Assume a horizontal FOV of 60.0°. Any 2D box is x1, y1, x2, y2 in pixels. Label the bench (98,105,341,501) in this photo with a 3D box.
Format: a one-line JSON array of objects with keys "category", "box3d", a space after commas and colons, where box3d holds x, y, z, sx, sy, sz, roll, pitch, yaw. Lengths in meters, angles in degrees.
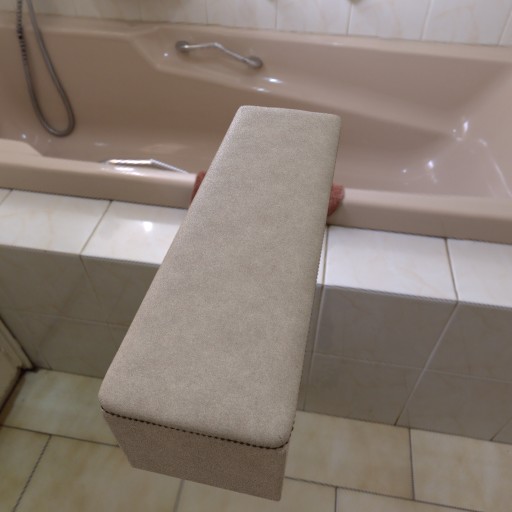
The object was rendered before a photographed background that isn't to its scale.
[{"category": "bench", "box3d": [0.000, 0.000, 1.636, 0.470, 0.447, 1.482, 9, 47, 8]}]
